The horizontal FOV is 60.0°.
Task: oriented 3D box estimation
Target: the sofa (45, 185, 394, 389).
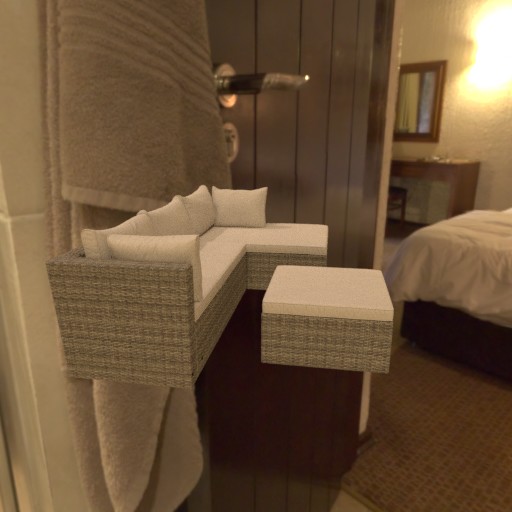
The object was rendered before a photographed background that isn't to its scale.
[{"bbox_3d":[0.000,0.000,3.066,1.662,0.766,2.192,3,16,9],"label":"sofa"}]
